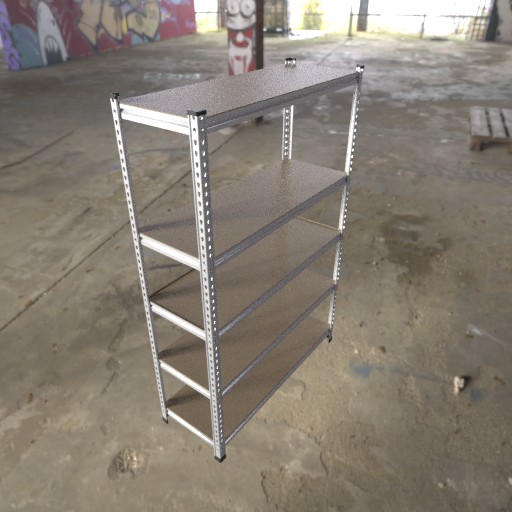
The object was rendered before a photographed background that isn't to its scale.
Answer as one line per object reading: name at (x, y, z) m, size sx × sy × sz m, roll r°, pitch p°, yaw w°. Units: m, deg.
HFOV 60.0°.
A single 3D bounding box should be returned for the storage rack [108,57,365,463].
storage rack at (0.000, 0.000, 2.412) m, size 0.457 × 1.829 × 1.219 m, roll 22°, pitch 38°, yaw 31°
